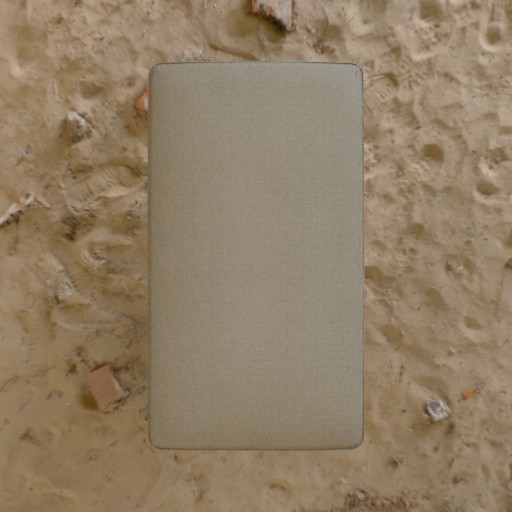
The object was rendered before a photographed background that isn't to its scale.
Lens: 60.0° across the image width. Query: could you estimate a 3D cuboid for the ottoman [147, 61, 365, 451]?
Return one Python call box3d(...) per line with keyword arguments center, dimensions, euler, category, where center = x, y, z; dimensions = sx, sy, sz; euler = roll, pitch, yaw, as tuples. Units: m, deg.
box3d(center=(0.000, 0.000, 1.410), dimensions=(0.617, 0.461, 1.097), euler=(0, 90, 0), category="ottoman")
